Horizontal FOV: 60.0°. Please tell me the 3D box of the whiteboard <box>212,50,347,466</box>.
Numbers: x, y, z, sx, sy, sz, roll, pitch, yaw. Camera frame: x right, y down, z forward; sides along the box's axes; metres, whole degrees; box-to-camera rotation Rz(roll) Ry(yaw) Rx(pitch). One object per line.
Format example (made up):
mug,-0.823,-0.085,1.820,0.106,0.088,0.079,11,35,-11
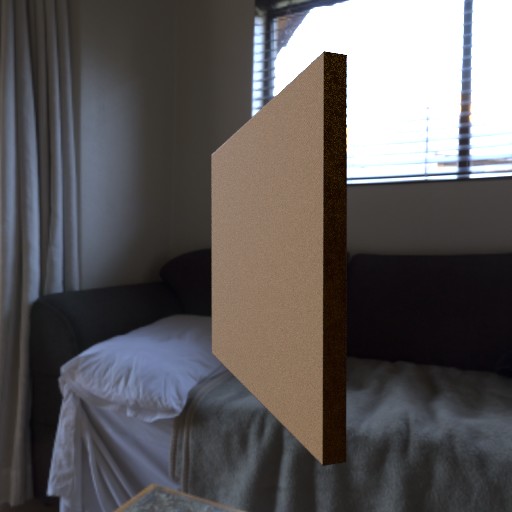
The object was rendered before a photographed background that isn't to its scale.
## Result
whiteboard,0.000,0.000,0.758,0.029,0.457,0.561,0,1,-18
